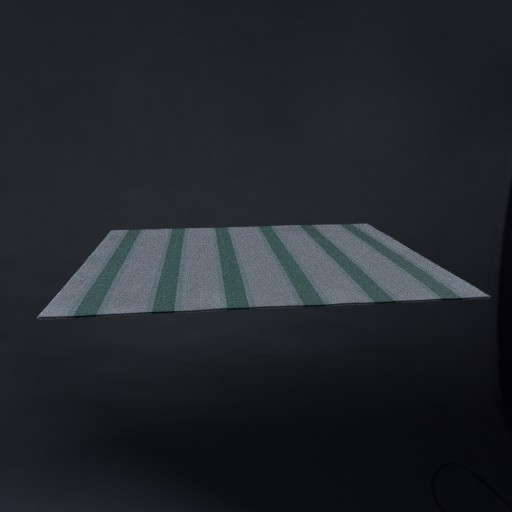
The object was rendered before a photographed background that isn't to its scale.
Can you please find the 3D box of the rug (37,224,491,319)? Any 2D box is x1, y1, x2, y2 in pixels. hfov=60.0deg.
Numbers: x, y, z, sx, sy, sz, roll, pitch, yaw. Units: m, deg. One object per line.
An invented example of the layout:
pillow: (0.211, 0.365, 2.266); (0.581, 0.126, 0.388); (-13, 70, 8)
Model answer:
rug: (0.000, 0.000, 4.089); (3.041, 0.019, 2.434); (-2, 17, -7)
